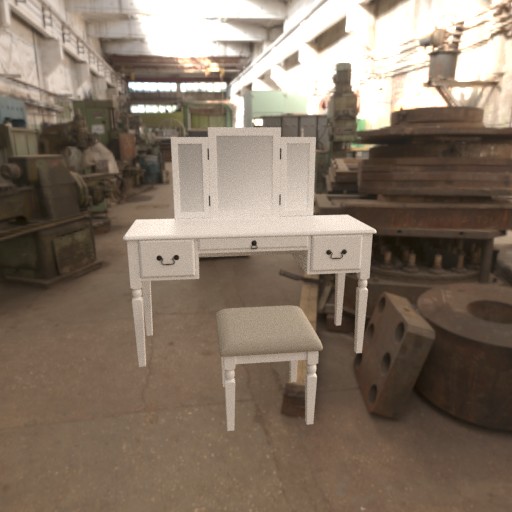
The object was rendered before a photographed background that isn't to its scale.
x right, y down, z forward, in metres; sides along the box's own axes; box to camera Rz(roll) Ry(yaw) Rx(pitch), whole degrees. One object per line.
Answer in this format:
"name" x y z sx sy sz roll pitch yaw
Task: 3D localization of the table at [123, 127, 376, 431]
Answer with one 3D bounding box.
"table" 0.000 0.000 2.326 1.369 1.310 1.115 -2 16 -7
